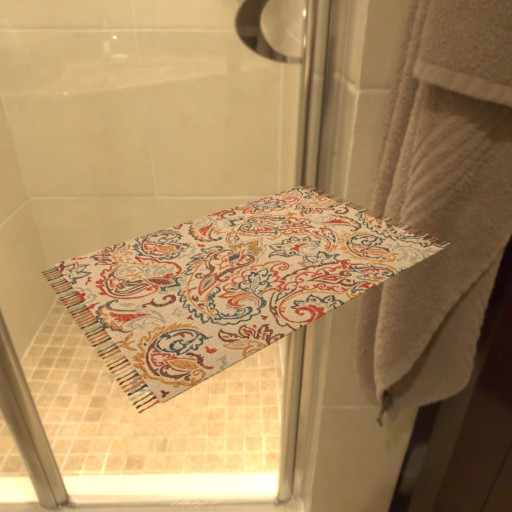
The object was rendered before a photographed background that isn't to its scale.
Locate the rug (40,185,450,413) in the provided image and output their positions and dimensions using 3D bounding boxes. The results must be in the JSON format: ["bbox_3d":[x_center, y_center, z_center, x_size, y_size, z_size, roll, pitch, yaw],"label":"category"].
[{"bbox_3d":[0.000,0.000,2.491,1.997,0.010,1.218,-22,37,-32],"label":"rug"}]
